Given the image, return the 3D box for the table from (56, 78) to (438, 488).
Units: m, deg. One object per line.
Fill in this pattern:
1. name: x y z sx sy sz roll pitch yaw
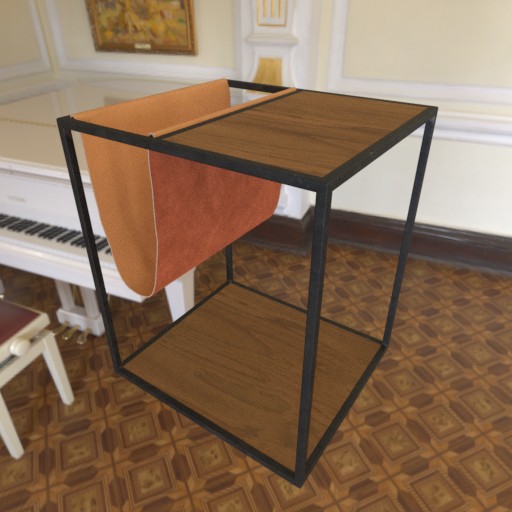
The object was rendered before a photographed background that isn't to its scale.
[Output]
1. table: 0.000 0.000 0.829 0.450 0.536 0.399 20 37 29
